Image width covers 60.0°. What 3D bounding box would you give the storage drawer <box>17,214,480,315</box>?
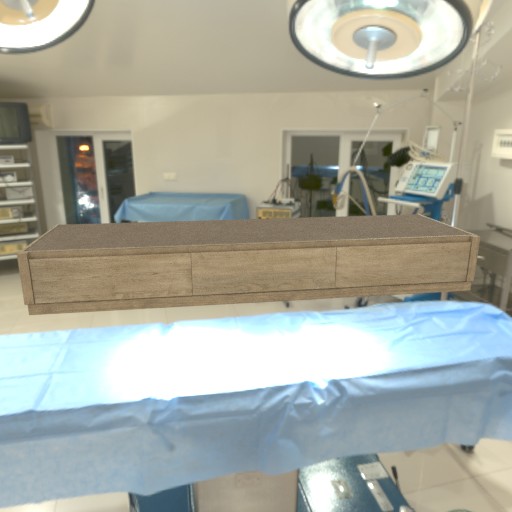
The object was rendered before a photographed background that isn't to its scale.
[{"bbox_3d":[0.000,0.000,2.282,2.072,0.274,0.591,-2,16,-8],"label":"storage drawer"}]
